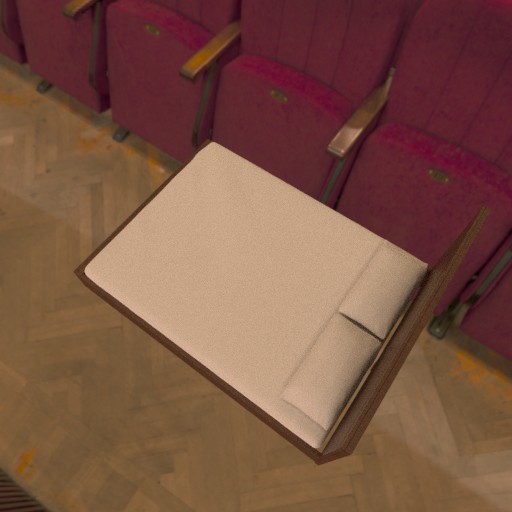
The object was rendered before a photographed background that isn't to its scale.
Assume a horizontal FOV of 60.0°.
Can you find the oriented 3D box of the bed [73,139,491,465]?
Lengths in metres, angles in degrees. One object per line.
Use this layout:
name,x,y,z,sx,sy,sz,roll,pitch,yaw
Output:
bed,0.000,0.000,3.099,2.221,1.169,1.613,33,67,16
